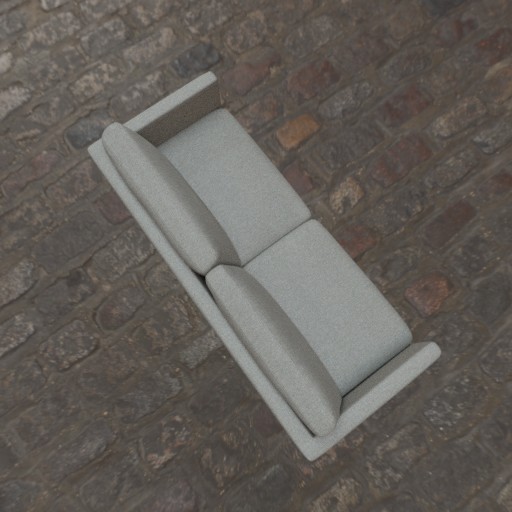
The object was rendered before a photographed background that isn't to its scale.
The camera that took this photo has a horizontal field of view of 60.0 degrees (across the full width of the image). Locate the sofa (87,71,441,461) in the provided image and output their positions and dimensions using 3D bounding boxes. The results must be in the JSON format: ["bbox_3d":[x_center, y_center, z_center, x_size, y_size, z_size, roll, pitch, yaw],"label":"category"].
[{"bbox_3d":[0.000,0.000,2.783,0.956,0.963,2.208,-36,79,-8],"label":"sofa"}]
